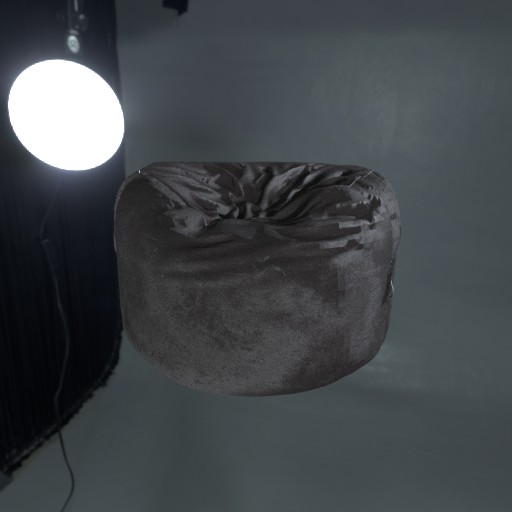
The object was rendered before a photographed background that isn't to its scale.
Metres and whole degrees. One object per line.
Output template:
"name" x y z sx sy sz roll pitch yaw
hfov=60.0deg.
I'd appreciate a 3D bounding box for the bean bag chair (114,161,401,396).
"bean bag chair" 0.000 0.000 1.498 0.918 0.605 0.918 0 16 0
